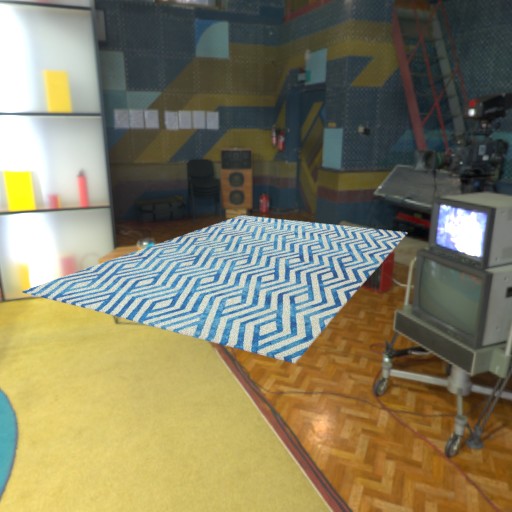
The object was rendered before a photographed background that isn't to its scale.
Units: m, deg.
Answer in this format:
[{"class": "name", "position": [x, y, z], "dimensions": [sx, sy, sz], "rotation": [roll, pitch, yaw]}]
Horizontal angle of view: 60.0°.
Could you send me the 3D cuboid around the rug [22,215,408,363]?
[{"class": "rug", "position": [0.000, 0.000, 2.330], "dimensions": [1.225, 0.008, 1.830], "rotation": [8, 18, 27]}]
